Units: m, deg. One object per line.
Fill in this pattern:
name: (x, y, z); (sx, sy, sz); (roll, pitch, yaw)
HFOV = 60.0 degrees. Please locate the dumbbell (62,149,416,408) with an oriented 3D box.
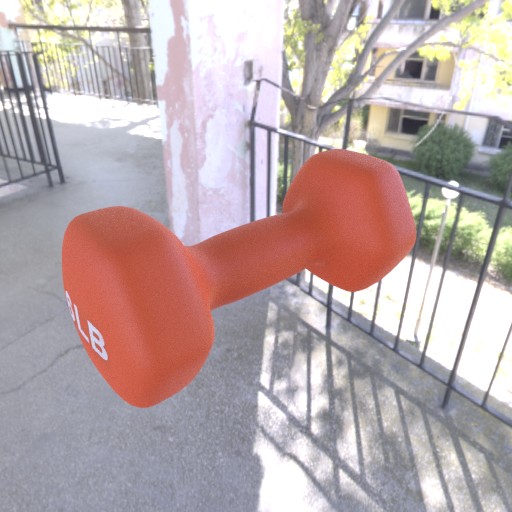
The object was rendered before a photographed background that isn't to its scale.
dumbbell: (0.000, 0.000, 0.205); (0.162, 0.071, 0.079); (-21, 35, -33)
